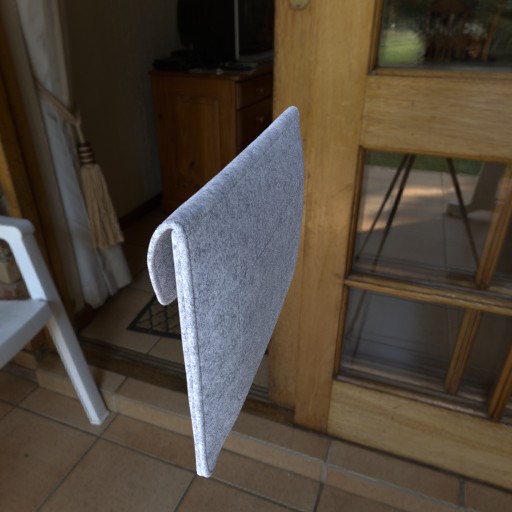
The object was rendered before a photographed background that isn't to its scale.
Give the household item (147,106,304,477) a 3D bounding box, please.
[{"bbox_3d":[0.000,0.000,0.431,0.057,0.221,0.335,8,30,14],"label":"household item"}]
